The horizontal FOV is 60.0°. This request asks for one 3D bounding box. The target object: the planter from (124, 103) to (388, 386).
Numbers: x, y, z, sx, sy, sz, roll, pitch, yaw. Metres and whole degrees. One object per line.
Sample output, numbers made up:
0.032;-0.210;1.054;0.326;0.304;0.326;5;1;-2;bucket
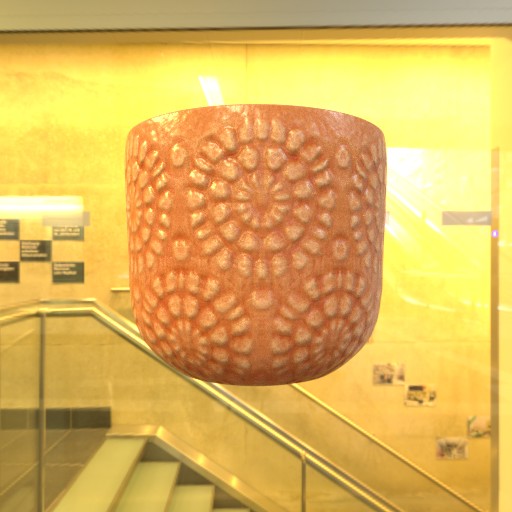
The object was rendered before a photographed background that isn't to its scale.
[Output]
0.000;0.000;0.218;0.124;0.109;0.124;0;0;0;planter
